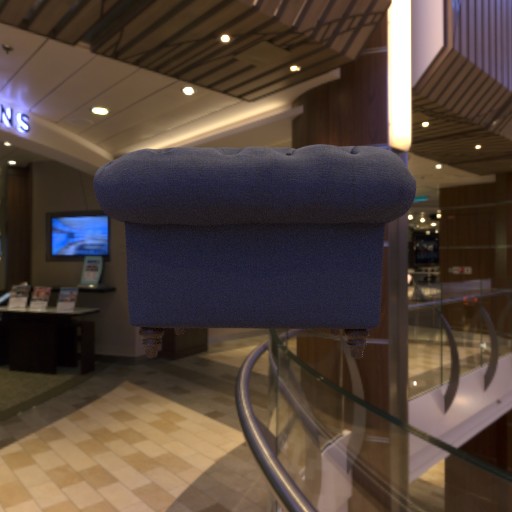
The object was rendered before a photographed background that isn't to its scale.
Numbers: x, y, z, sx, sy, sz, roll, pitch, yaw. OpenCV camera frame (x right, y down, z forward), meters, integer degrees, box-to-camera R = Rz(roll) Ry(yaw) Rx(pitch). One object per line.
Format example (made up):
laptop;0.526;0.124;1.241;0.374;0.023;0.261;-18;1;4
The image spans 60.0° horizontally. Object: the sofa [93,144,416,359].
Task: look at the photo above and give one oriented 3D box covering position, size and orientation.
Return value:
sofa;0.000;0.000;2.075;1.405;0.878;1.032;0;0;1
